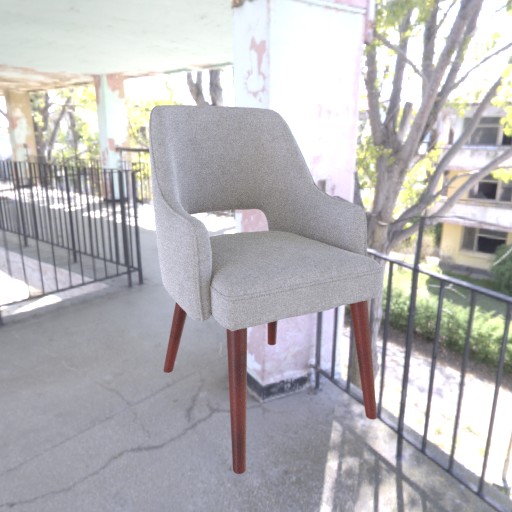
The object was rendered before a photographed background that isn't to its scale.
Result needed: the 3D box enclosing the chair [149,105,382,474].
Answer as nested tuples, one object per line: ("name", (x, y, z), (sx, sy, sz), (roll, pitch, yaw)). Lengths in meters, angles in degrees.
("chair", (0.000, 0.000, 1.270), (0.548, 0.849, 0.605), (-8, 17, -28))
